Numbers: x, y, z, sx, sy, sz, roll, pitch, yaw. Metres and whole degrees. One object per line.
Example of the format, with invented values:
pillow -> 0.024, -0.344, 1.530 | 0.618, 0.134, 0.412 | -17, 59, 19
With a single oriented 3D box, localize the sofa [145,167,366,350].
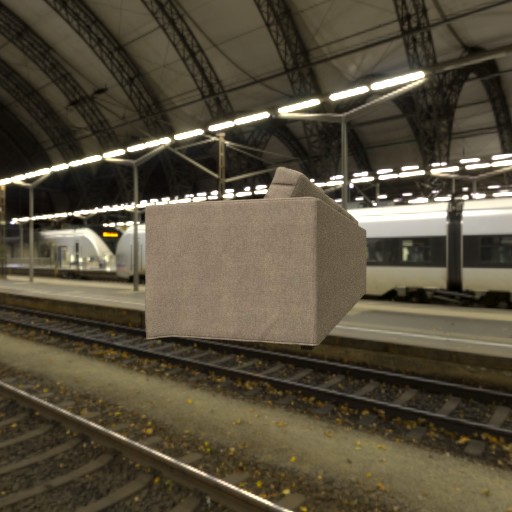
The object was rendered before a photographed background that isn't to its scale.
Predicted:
sofa -> 0.000, 0.000, 3.829 | 1.650, 0.922, 3.205 | 0, 0, 18
